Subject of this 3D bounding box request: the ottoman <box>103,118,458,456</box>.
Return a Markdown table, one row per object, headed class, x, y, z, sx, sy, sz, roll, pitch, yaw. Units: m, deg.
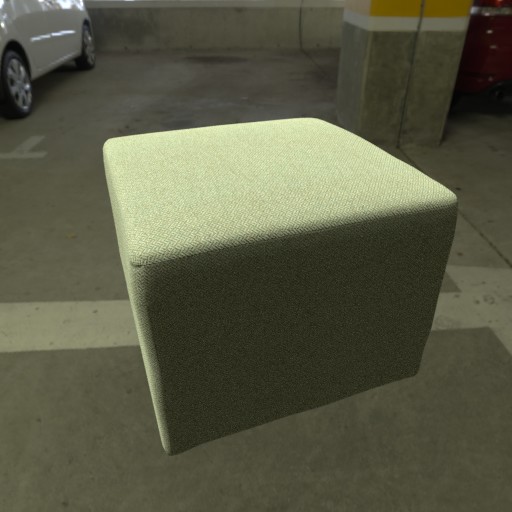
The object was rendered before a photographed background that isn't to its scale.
| class | x | y | z | sx | sy | sz | roll | pitch | yaw |
| --- | --- | --- | --- | --- | --- | --- | --- | --- | --- |
| ottoman | 0.000 | 0.000 | 0.909 | 0.521 | 0.453 | 0.512 | -11 | 34 | -17 |
